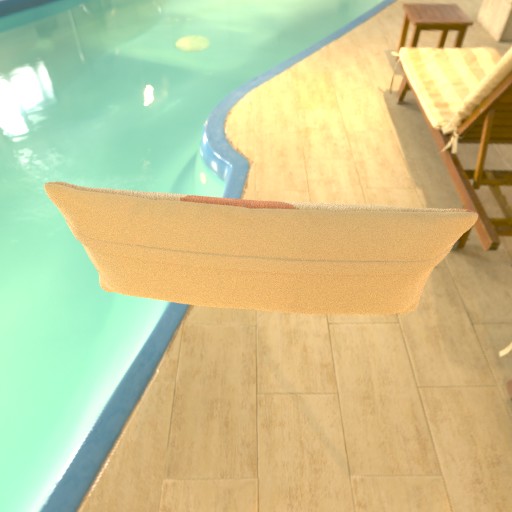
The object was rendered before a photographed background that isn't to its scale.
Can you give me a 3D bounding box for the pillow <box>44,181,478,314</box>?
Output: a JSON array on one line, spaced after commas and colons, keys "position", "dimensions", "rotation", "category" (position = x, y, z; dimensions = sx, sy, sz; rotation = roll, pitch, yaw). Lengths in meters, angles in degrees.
[{"position": [0.000, 0.000, 0.732], "dimensions": [0.609, 0.292, 0.155], "rotation": [4, 46, 4], "category": "pillow"}]
